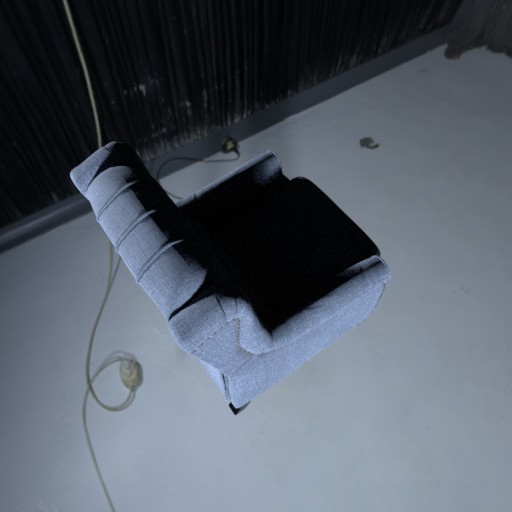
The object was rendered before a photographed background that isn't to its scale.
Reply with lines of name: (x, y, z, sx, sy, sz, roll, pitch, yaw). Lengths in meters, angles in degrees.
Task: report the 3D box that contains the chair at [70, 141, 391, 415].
chair: (0.000, 0.000, 1.667, 0.898, 1.035, 0.742, -31, 63, -18)
